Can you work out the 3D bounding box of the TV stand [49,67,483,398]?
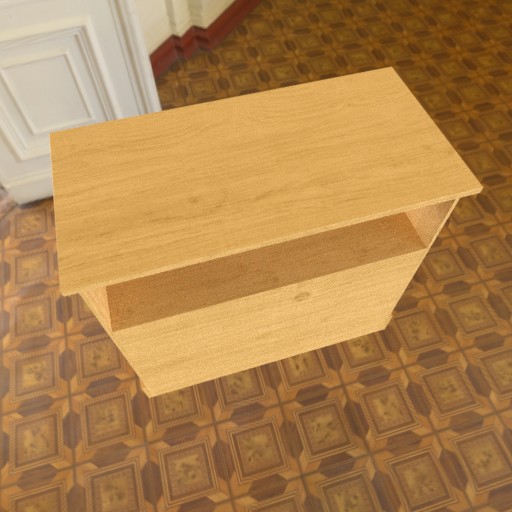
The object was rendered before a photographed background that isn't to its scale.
[{"bbox_3d":[0.000,0.000,1.291,0.851,0.787,0.430,-14,59,-9],"label":"TV stand"}]
